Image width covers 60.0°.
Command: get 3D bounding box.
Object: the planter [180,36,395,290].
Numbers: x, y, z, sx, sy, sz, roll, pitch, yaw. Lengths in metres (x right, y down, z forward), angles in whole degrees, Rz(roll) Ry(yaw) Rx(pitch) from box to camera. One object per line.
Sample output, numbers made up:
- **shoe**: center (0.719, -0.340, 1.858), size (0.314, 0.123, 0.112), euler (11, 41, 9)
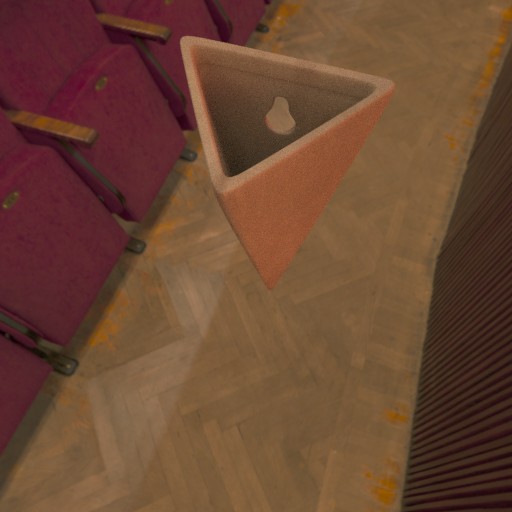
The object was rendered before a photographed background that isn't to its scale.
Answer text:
- **planter**: center (0.000, 0.000, 0.275), size (0.101, 0.224, 0.081), euler (17, 60, 10)
